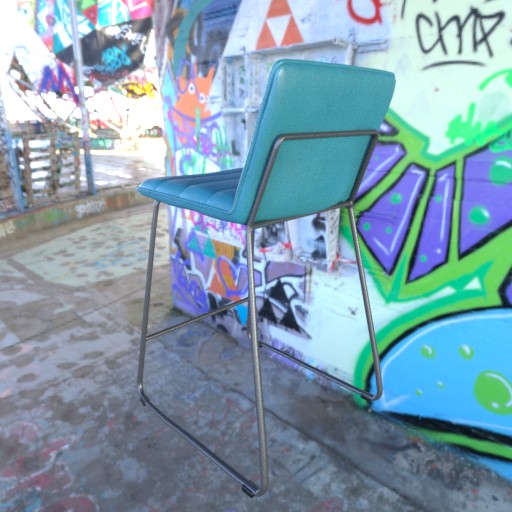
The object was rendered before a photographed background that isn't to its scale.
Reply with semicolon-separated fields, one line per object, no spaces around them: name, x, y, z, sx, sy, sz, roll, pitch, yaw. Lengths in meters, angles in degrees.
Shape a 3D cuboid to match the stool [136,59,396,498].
stool;0.000;0.000;1.126;0.489;0.866;0.524;-17;24;-42
